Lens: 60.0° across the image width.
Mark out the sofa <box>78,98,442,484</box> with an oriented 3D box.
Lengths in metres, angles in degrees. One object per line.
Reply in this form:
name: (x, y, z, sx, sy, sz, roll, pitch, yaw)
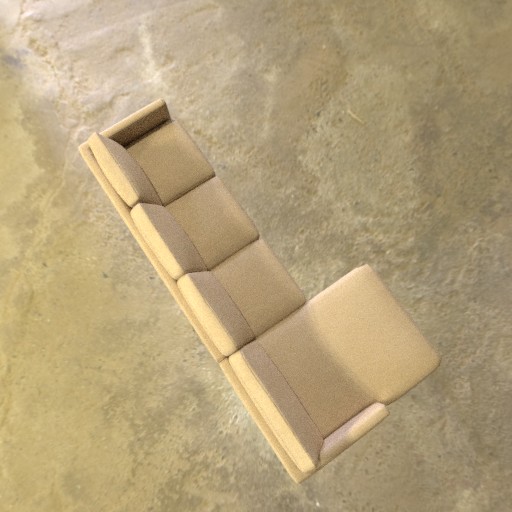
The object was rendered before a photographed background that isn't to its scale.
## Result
sofa: (0.000, 0.000, 3.742, 1.502, 0.876, 3.201, -34, 79, -8)
